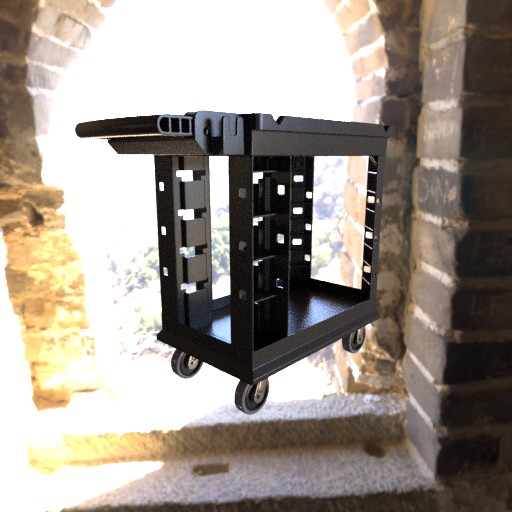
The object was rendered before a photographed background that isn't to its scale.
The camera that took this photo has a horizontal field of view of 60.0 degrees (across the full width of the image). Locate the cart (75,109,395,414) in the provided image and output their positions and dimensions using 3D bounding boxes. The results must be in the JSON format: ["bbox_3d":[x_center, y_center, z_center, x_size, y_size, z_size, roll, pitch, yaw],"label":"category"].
[{"bbox_3d":[0.000,0.000,1.528,0.497,0.884,1.061,12,18,42],"label":"cart"}]
